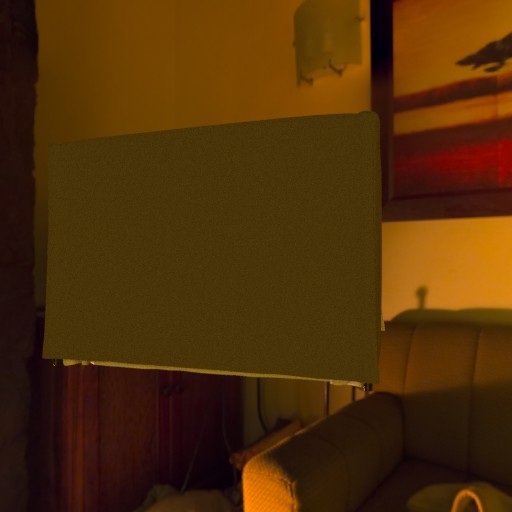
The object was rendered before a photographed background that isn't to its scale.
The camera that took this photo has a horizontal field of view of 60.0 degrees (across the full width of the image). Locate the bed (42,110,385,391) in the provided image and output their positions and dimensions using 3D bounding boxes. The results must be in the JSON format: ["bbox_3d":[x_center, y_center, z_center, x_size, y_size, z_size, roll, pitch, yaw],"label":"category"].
[{"bbox_3d":[0.000,0.000,3.400,1.925,1.332,2.276,0,-1,18],"label":"bed"}]
